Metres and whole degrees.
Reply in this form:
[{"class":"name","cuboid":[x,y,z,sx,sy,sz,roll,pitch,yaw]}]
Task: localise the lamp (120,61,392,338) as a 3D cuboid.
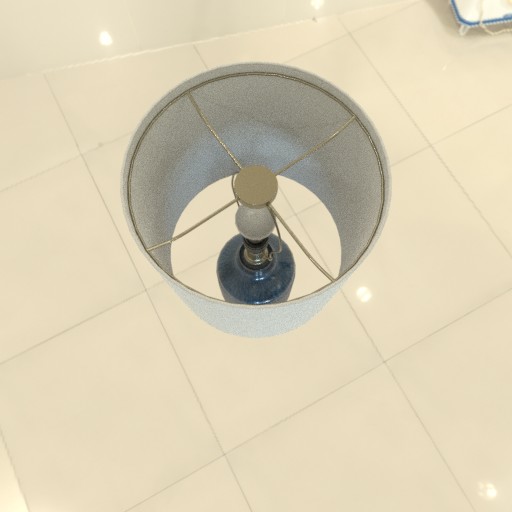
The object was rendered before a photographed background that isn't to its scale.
[{"class":"lamp","cuboid":[0.000,0.000,0.588,0.220,0.475,0.220,-20,75,-6]}]
